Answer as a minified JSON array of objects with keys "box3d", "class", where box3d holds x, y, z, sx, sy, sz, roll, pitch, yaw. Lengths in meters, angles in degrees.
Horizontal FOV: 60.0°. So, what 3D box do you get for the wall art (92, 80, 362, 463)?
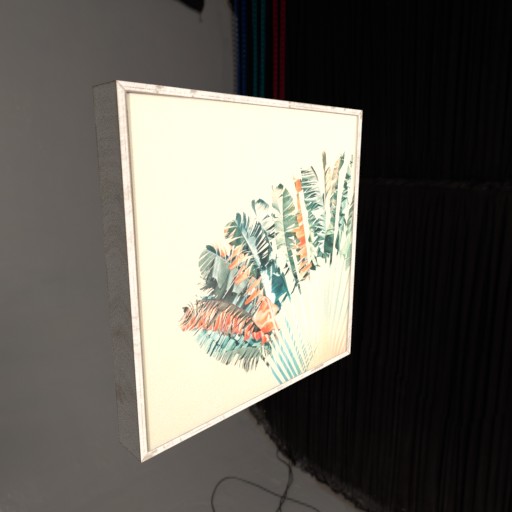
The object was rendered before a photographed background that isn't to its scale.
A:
[{"box3d":[0.000,0.000,0.456,0.305,0.303,0.038,-12,17,-43],"class":"wall art"}]
